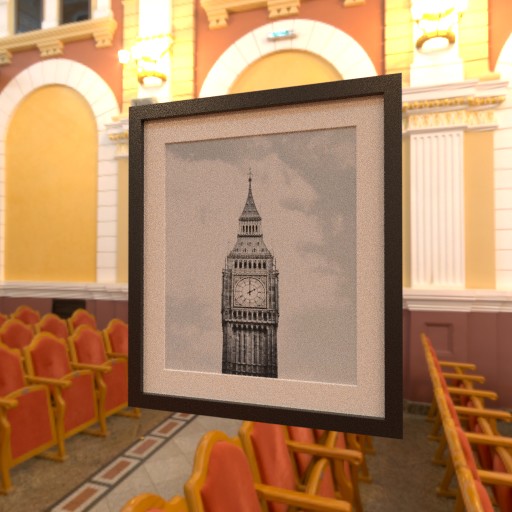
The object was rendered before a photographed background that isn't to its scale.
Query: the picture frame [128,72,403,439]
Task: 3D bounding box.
[{"bbox_3d":[0.000,0.000,0.523,0.328,0.378,0.034,0,-1,18],"label":"picture frame"}]
